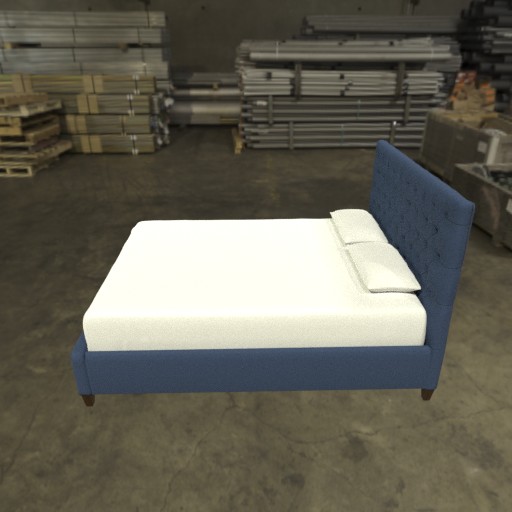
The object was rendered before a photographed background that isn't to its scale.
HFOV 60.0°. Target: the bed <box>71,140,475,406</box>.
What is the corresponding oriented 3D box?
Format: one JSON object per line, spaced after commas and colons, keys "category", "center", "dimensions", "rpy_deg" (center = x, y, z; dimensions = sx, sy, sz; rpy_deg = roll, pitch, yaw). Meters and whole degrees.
{"category": "bed", "center": [0.000, 0.000, 3.424], "dimensions": [2.387, 1.427, 1.706], "rpy_deg": [-1, 26, -1]}
